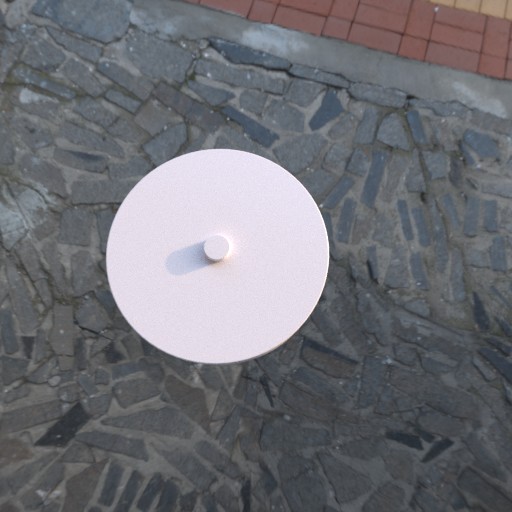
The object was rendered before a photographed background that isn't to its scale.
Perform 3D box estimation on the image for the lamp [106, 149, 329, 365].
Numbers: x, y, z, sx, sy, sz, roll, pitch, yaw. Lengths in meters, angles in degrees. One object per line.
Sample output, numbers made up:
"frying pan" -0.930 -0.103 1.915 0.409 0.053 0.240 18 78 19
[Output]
"lamp" 0.000 0.000 0.706 0.229 0.508 0.369 33 78 8
